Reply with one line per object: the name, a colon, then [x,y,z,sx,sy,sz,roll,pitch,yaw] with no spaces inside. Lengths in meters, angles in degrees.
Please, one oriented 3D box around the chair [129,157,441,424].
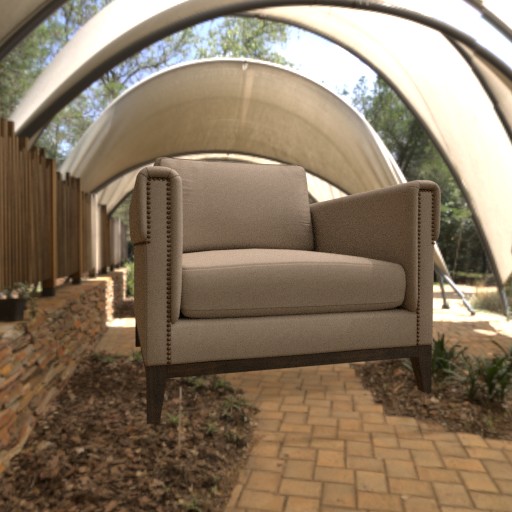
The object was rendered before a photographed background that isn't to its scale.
chair: [0.000,0.000,1.692,0.914,0.838,0.959,0,1,-17]
